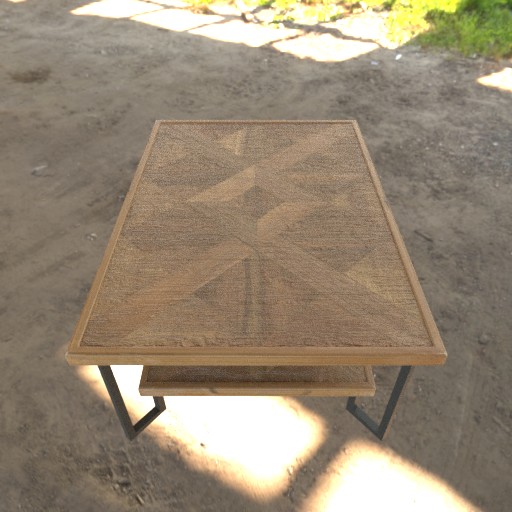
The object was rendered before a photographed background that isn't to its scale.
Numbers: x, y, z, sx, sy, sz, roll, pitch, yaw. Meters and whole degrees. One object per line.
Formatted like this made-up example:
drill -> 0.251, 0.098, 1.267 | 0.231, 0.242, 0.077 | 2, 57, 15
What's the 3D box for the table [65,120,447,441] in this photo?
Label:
table -> 0.000, 0.000, 1.635 | 0.877, 0.492, 1.238 | 0, 42, 0
